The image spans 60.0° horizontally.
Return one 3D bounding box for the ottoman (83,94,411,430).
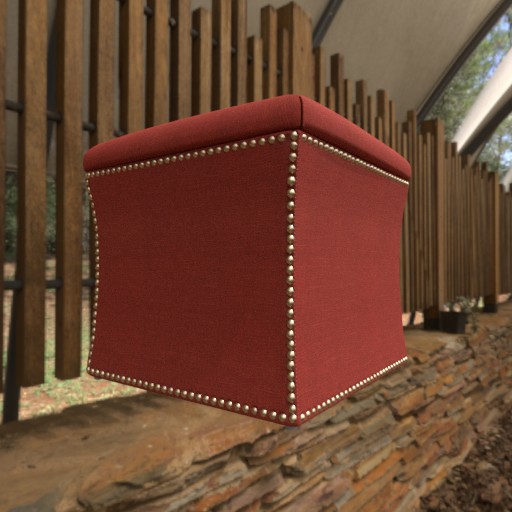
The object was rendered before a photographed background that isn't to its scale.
[{"bbox_3d":[0.000,0.000,0.903,0.507,0.475,0.497,-1,-1,36],"label":"ottoman"}]
